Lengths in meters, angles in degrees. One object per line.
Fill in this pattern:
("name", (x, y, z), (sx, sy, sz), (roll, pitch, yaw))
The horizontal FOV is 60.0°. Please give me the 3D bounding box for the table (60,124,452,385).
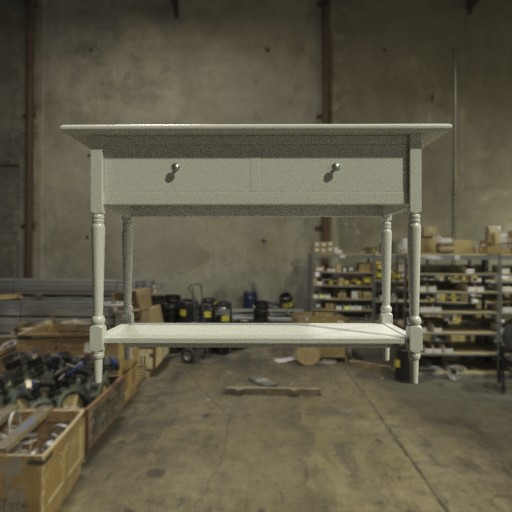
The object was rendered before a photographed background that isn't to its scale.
("table", (0.000, 0.000, 1.543), (1.197, 0.808, 0.384), (0, 0, 1))
